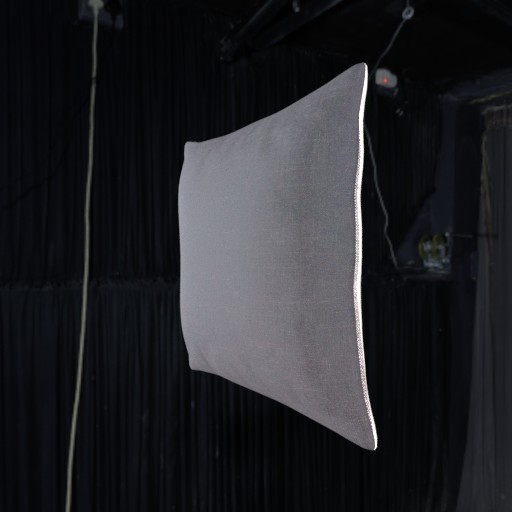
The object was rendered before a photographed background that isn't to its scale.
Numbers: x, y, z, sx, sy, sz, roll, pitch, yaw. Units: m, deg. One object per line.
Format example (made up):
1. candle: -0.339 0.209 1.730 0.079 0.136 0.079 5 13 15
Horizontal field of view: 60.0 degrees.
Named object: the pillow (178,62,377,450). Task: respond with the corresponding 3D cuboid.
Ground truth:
1. pillow: 0.000 0.000 0.783 0.166 0.506 0.523 0 0 -35
